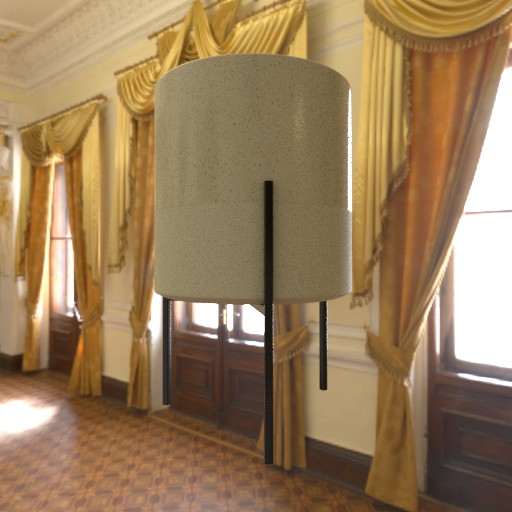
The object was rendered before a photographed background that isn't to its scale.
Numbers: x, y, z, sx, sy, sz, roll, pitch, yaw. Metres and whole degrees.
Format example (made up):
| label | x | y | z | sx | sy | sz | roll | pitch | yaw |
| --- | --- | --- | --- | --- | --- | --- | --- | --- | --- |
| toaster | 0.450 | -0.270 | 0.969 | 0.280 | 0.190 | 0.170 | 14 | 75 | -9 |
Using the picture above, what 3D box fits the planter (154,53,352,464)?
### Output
| label | x | y | z | sx | sy | sz | roll | pitch | yaw |
| --- | --- | --- | --- | --- | --- | --- | --- | --- | --- |
| planter | 0.000 | 0.000 | 0.542 | 0.243 | 0.390 | 0.234 | 0 | -1 | -38 |
